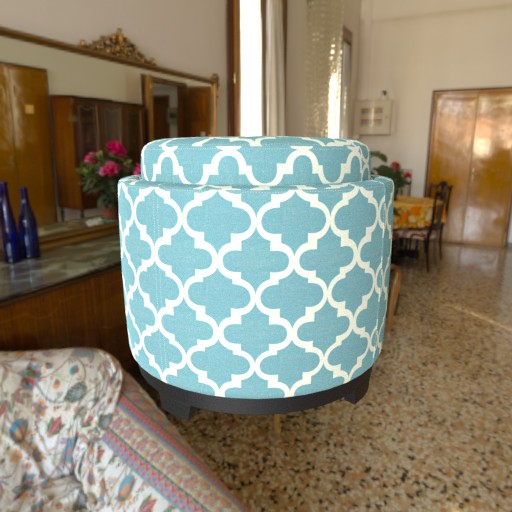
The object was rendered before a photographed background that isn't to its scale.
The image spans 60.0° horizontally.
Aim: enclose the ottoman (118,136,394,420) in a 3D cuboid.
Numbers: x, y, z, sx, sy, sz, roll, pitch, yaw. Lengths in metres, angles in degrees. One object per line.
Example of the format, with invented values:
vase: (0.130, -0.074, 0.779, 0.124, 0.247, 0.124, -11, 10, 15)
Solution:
ottoman: (0.000, 0.000, 0.825, 0.480, 0.429, 0.480, 0, 14, 0)
